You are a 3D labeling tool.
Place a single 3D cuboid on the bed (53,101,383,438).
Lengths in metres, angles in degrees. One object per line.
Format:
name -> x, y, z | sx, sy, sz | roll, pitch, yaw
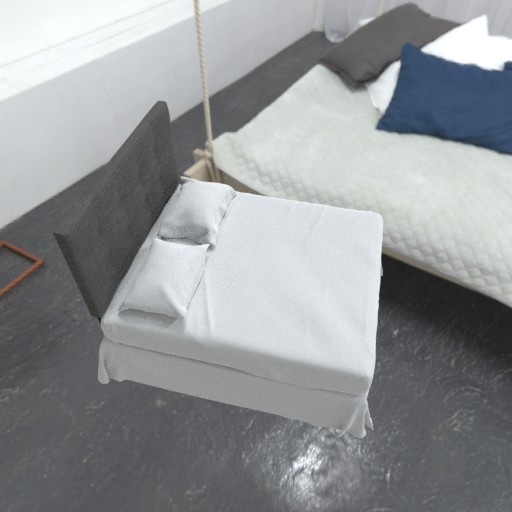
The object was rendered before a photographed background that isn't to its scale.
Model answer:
bed -> 0.000, 0.000, 3.512 | 2.222, 1.577, 1.936 | 10, 48, 9
